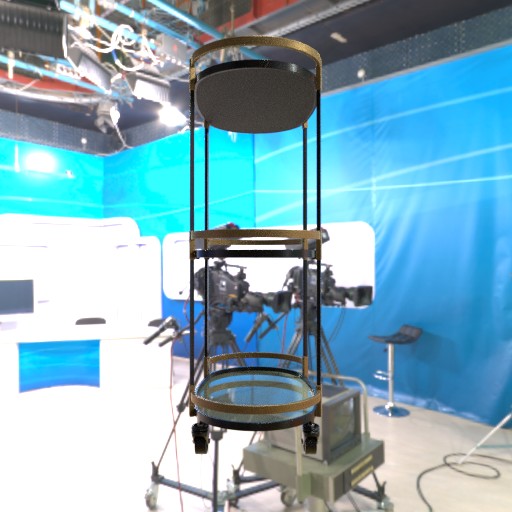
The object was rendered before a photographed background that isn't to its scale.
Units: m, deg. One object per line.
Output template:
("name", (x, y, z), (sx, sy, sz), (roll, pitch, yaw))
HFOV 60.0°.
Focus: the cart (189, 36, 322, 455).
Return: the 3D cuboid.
("cart", (0.000, 0.000, 1.143), (0.311, 0.885, 0.515), (0, 0, 0))
